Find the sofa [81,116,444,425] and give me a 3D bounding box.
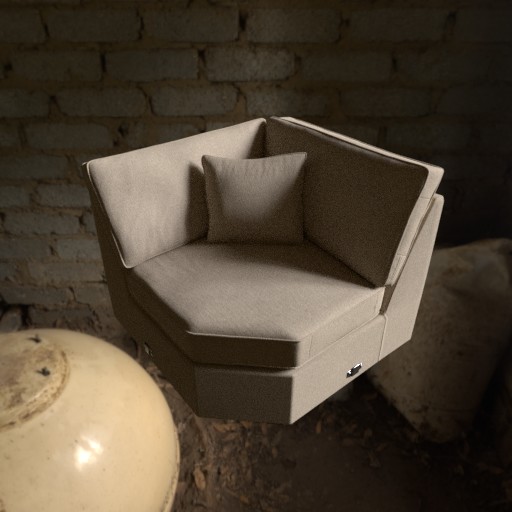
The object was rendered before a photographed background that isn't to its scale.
[{"bbox_3d":[0.000,0.000,1.905,1.050,0.937,1.042,-22,38,-31],"label":"sofa"}]
